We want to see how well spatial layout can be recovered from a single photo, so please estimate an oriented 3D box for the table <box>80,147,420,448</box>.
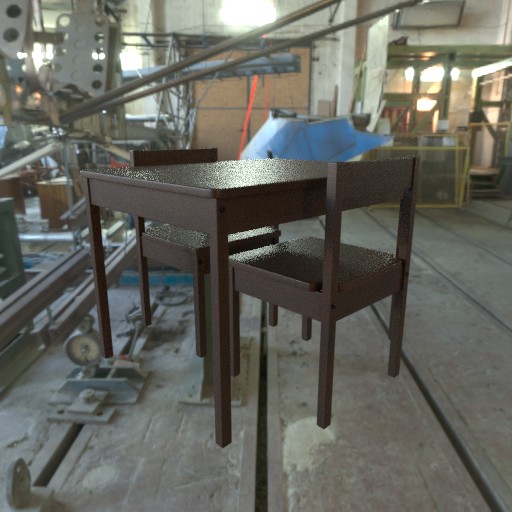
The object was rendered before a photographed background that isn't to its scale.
[{"bbox_3d":[0.000,0.000,1.105,0.650,0.503,0.672,-15,21,-42],"label":"table"}]
